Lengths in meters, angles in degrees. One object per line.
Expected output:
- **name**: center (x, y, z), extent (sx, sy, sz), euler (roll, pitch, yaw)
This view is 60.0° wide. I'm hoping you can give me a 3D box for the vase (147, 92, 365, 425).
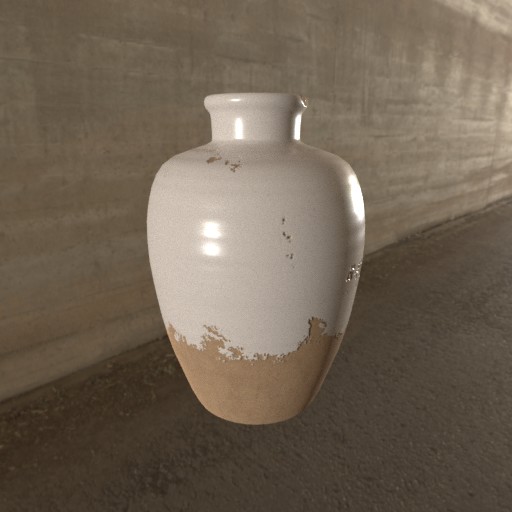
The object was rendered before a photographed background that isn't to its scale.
- **vase**: center (0.000, 0.000, 0.336), extent (0.158, 0.228, 0.158), euler (0, 16, 0)
